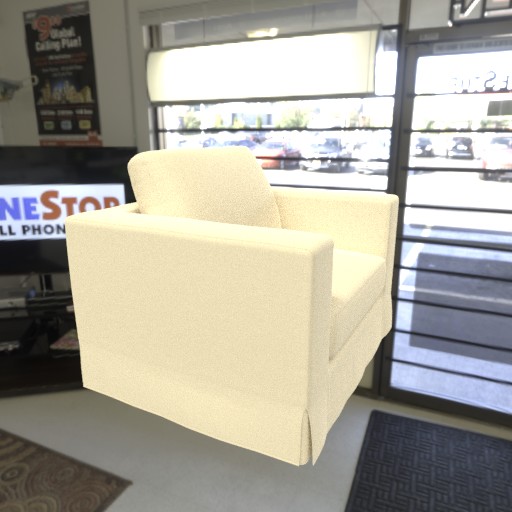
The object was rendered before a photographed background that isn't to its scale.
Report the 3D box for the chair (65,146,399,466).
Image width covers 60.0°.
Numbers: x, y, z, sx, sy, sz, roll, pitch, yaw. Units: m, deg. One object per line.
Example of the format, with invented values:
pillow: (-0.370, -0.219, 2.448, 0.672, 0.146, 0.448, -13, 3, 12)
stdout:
chair: (0.000, 0.000, 1.850, 0.957, 0.878, 1.150, 8, 18, 27)
